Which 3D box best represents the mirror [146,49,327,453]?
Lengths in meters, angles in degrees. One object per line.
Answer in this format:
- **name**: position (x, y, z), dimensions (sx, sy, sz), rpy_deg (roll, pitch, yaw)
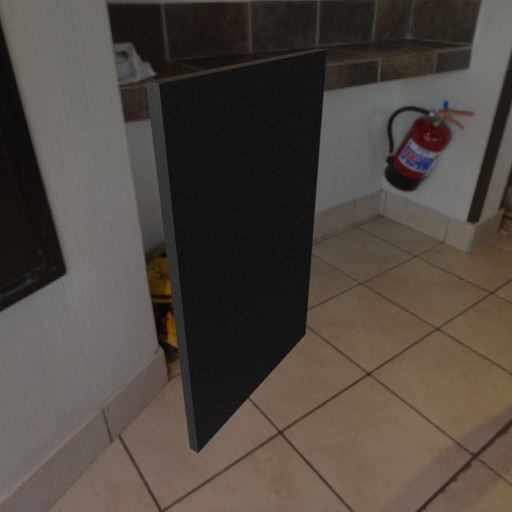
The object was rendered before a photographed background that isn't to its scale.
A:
- **mirror**: position (0.000, 0.000, 1.510), dimensions (0.038, 1.219, 0.762), rpy_deg (20, 36, 29)
